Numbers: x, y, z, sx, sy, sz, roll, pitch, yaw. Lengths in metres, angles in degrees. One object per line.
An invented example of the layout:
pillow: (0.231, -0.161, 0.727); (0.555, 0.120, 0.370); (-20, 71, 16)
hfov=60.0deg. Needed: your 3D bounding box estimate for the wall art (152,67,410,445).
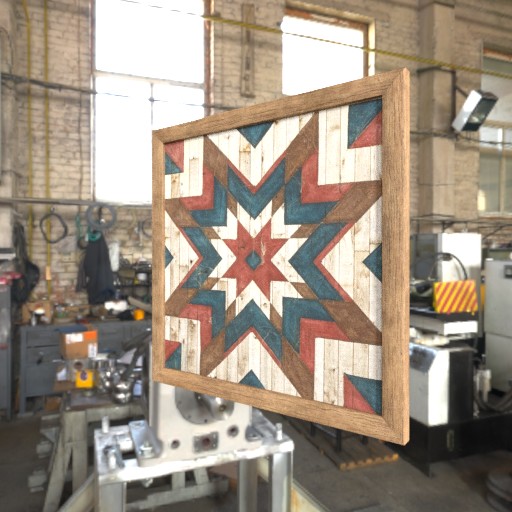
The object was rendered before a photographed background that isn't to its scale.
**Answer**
wall art: (0.000, 0.000, 1.026); (0.695, 0.691, 0.029); (0, 0, 37)
